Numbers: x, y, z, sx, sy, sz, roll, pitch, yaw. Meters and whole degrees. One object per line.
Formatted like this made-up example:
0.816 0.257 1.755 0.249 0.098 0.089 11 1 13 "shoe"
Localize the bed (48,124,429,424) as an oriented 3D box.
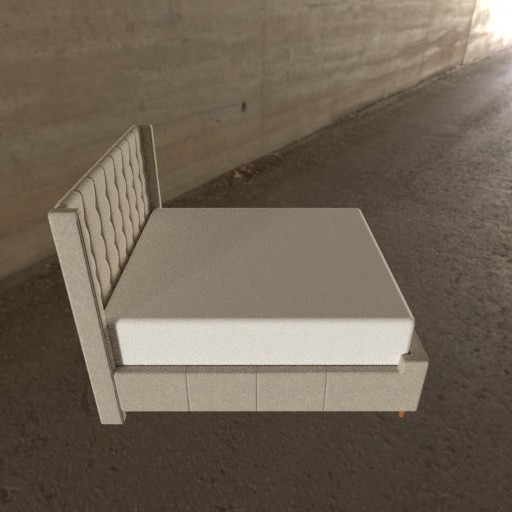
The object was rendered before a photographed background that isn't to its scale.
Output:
0.000 0.000 3.768 2.370 1.743 2.045 0 30 0 "bed"
